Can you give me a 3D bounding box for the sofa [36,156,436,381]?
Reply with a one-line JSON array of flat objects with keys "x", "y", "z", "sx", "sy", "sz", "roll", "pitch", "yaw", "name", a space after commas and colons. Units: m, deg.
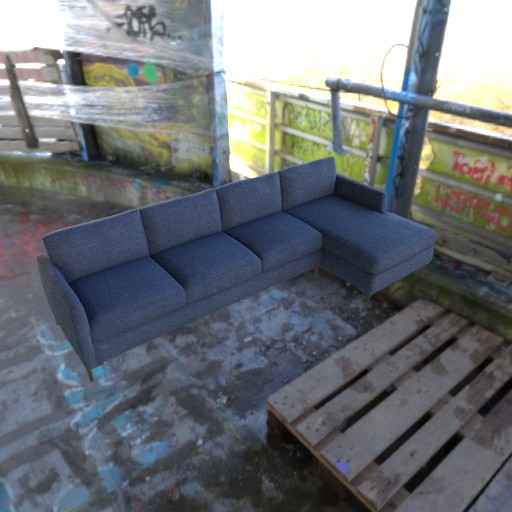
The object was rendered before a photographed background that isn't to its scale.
[{"x": 0.000, "y": 0.000, "z": 3.496, "sx": 2.932, "sy": 0.810, "sz": 1.350, "roll": -21, "pitch": 37, "yaw": -31, "name": "sofa"}]
